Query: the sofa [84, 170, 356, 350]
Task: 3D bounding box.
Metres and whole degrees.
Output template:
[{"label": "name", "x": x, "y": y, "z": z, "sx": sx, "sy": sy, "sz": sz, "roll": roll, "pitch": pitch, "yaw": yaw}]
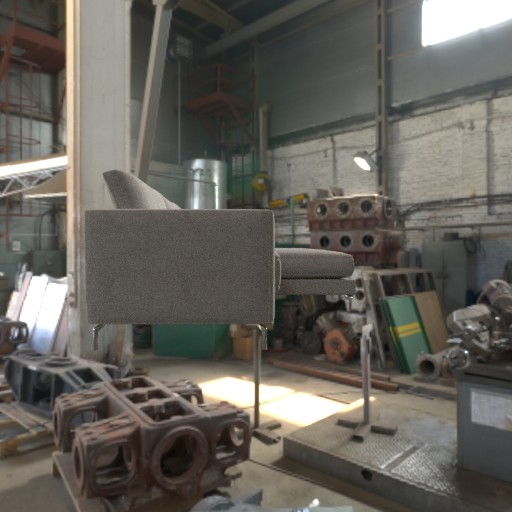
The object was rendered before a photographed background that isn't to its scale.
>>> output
[{"label": "sofa", "x": 0.000, "y": 0.000, "z": 3.189, "sx": 1.626, "sy": 0.864, "sz": 2.438, "roll": 0, "pitch": 0, "yaw": -1}]
